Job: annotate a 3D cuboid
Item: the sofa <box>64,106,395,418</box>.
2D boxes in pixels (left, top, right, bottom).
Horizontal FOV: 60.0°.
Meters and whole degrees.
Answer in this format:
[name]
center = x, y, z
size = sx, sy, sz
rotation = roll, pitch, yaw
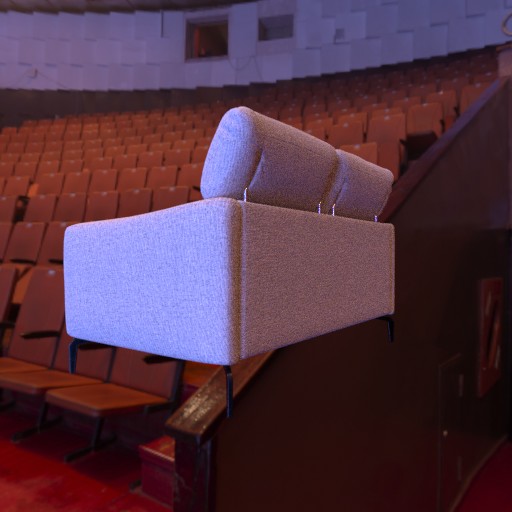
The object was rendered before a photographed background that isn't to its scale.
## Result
[sofa]
center = 0.000, 0.000, 2.120
size = 0.905, 0.950, 1.540
rotation = 0, 0, 36
